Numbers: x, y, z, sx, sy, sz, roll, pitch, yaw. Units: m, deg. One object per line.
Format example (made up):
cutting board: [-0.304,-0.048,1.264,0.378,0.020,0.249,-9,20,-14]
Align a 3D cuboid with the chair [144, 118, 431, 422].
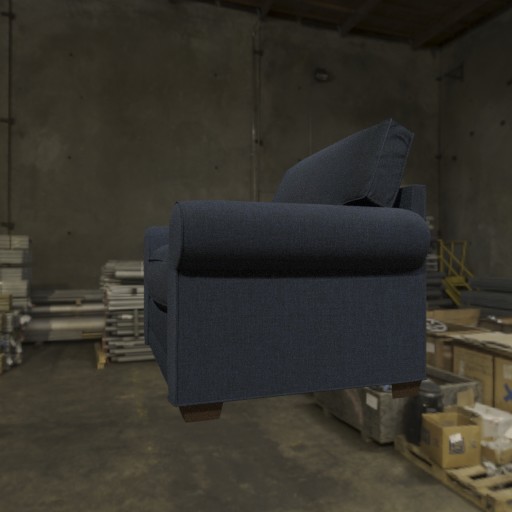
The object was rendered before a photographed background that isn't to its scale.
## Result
chair: [0.000,0.000,2.010,0.963,1.044,1.285,0,-1,-18]
